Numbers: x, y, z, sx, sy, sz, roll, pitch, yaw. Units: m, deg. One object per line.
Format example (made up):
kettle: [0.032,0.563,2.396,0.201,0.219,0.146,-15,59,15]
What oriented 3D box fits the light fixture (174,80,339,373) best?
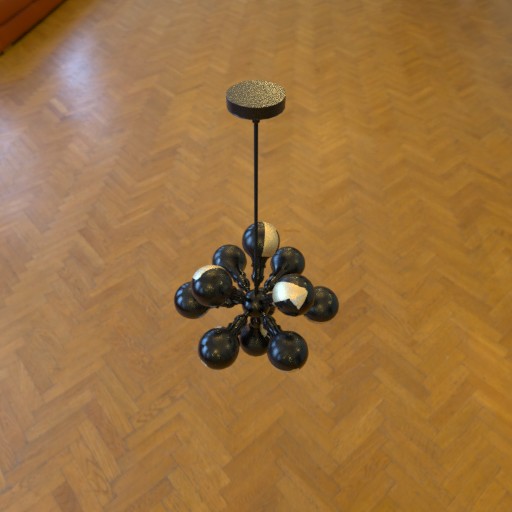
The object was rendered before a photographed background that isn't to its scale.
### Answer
light fixture: [0.000,0.000,1.123,0.468,0.859,0.420,2,46,2]
